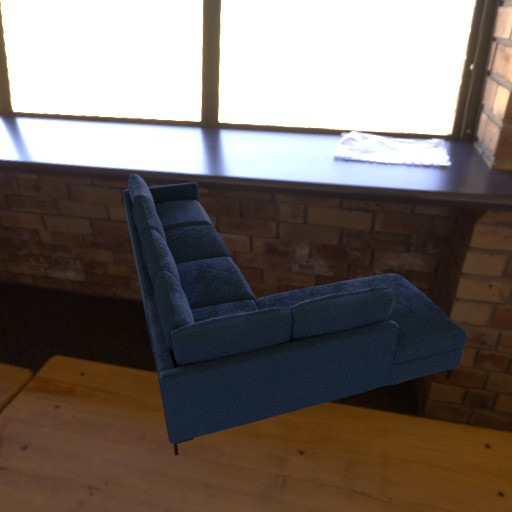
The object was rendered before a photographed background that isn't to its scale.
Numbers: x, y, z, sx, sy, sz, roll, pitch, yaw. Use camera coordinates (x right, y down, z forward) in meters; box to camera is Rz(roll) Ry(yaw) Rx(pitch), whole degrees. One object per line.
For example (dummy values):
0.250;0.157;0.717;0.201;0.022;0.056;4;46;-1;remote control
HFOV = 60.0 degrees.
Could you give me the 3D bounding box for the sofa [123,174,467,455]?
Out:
0.000;0.000;3.847;2.007;0.815;2.949;-9;31;-16;sofa
